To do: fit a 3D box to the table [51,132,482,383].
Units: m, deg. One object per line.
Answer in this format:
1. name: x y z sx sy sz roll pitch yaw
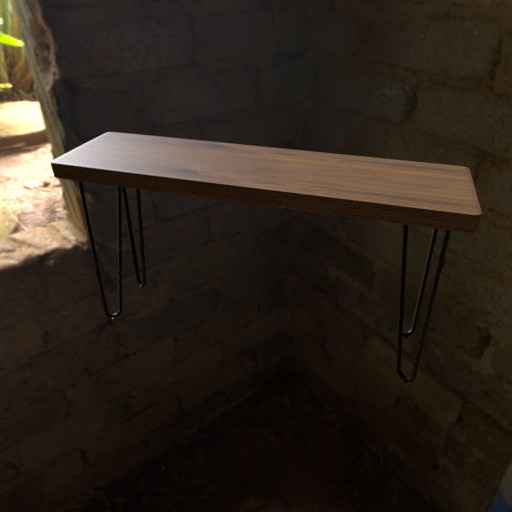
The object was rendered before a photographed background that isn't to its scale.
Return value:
1. table: 0.000 0.000 1.932 1.570 0.834 0.425 9 34 14
